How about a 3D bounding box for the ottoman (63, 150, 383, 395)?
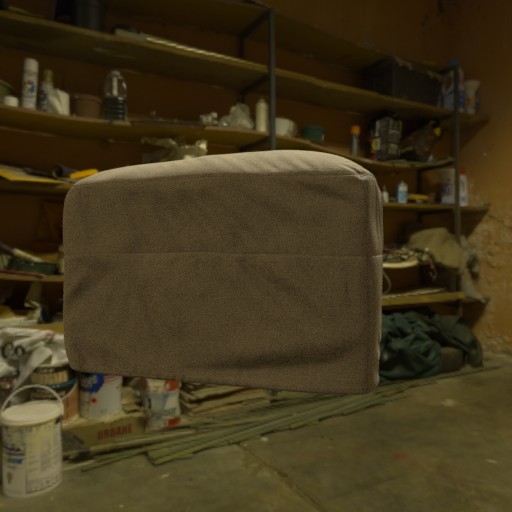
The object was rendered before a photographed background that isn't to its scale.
[{"bbox_3d":[0.000,0.000,1.240,0.683,0.481,0.837,0,0,16],"label":"ottoman"}]
